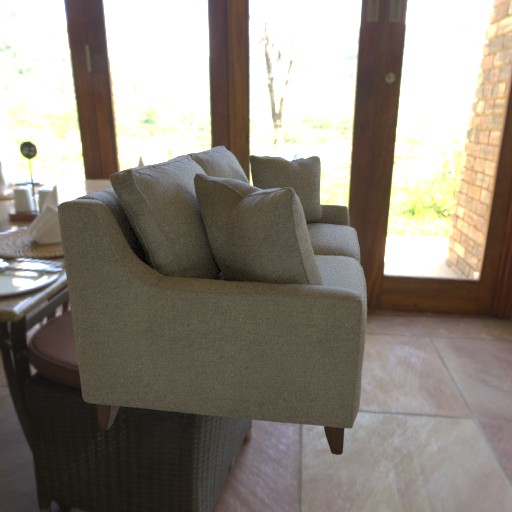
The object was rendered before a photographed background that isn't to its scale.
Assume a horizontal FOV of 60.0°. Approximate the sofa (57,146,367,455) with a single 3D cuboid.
[{"bbox_3d":[0.000,0.000,1.930,0.915,0.863,1.422,3,17,9],"label":"sofa"}]
